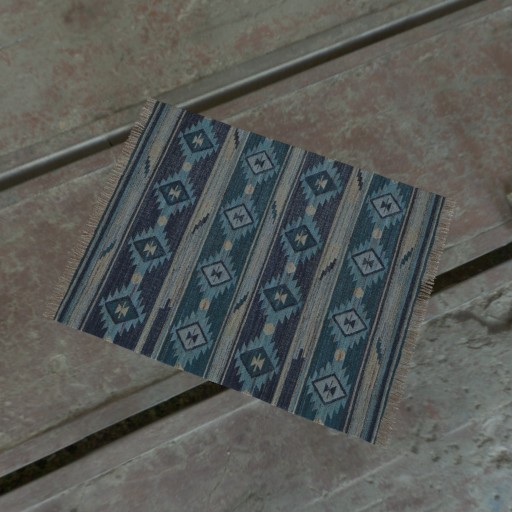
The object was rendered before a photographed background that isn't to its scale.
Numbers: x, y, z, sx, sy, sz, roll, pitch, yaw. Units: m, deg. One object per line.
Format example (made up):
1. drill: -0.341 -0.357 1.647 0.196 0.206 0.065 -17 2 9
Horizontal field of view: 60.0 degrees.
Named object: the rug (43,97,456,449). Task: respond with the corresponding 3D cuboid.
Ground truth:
1. rug: 0.000 0.000 4.181 3.307 0.047 2.418 20 77 5
